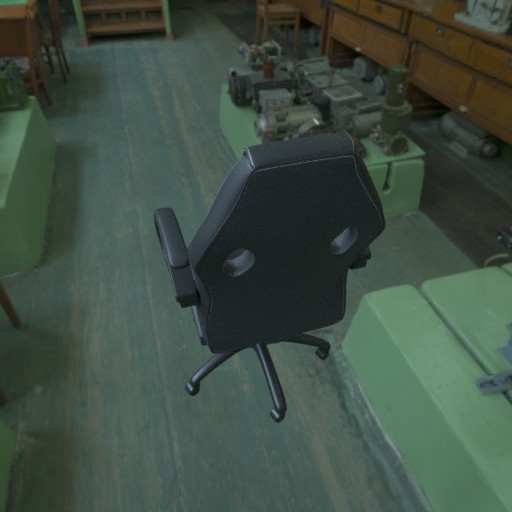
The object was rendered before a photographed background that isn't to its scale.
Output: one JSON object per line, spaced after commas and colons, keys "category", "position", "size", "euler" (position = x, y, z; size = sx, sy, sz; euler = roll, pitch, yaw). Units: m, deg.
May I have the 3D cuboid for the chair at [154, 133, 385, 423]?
{"category": "chair", "position": [0.000, 0.000, 1.621], "size": [0.673, 1.187, 0.724], "euler": [-12, 41, -14]}
